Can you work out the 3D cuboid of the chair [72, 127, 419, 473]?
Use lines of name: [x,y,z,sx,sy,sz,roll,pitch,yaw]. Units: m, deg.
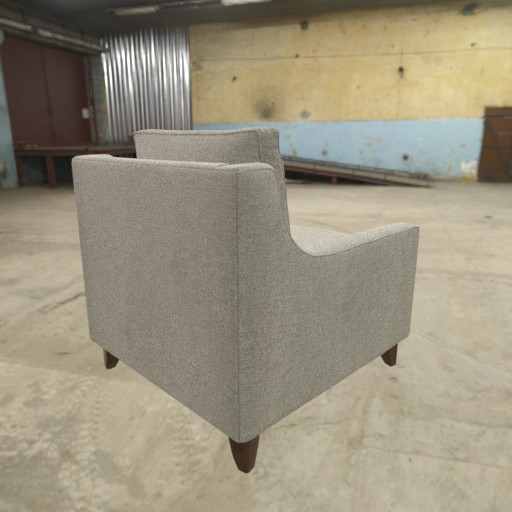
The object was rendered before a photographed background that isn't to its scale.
chair: [0.000,0.000,1.572,0.918,0.864,0.838,-14,20,-43]
